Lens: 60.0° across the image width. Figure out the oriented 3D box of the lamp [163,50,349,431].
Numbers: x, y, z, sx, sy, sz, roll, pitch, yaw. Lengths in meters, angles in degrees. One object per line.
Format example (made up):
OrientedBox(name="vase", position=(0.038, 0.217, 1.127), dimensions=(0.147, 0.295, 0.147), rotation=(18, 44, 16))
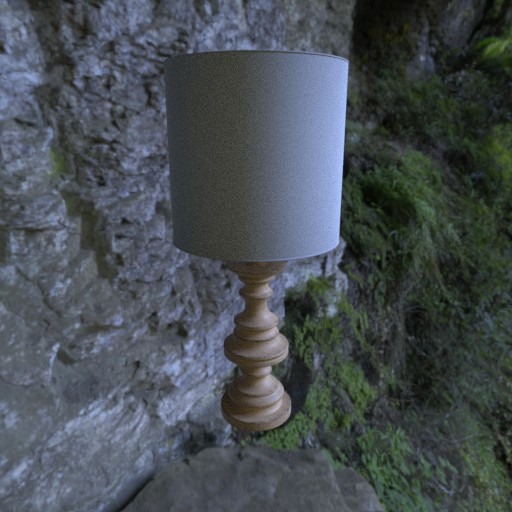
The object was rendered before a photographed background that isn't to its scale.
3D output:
OrientedBox(name="lamp", position=(0.000, 0.000, 0.571), dimensions=(0.208, 0.455, 0.208), rotation=(8, 18, 27))
